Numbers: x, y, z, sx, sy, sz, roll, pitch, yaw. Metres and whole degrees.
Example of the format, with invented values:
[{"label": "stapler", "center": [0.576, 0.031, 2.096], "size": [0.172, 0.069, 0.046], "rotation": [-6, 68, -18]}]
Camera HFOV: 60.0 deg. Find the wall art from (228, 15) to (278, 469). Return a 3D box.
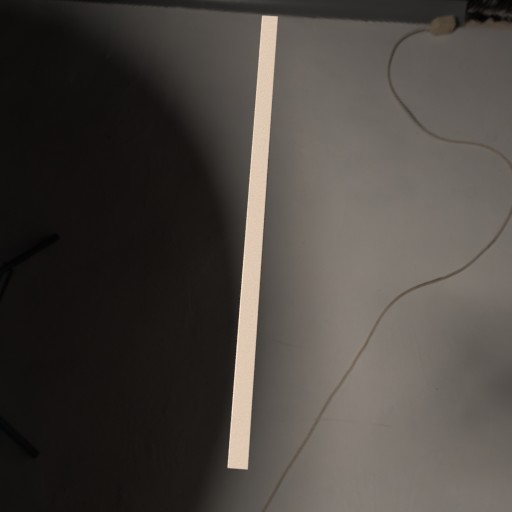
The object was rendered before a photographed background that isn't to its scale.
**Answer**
[{"label": "wall art", "center": [0.000, 0.000, 1.326], "size": [0.038, 0.762, 1.016], "rotation": [4, 76, 1]}]
